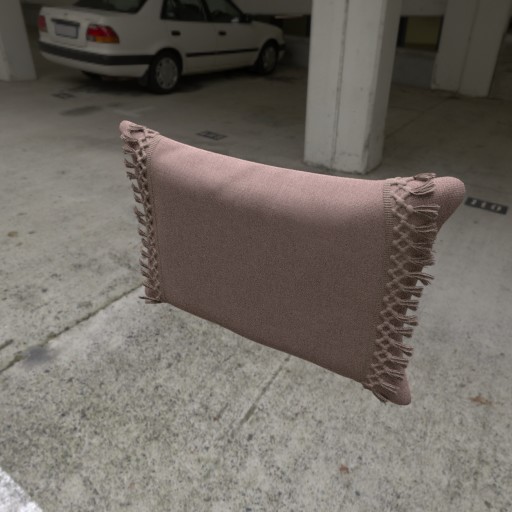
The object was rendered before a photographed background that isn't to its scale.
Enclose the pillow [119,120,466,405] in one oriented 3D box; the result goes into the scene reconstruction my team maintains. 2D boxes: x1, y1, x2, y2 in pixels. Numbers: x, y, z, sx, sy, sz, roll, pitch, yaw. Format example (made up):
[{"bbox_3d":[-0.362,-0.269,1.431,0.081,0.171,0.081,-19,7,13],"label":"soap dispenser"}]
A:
[{"bbox_3d":[0.000,0.000,0.593,0.466,0.305,0.084,18,34,29],"label":"pillow"}]
